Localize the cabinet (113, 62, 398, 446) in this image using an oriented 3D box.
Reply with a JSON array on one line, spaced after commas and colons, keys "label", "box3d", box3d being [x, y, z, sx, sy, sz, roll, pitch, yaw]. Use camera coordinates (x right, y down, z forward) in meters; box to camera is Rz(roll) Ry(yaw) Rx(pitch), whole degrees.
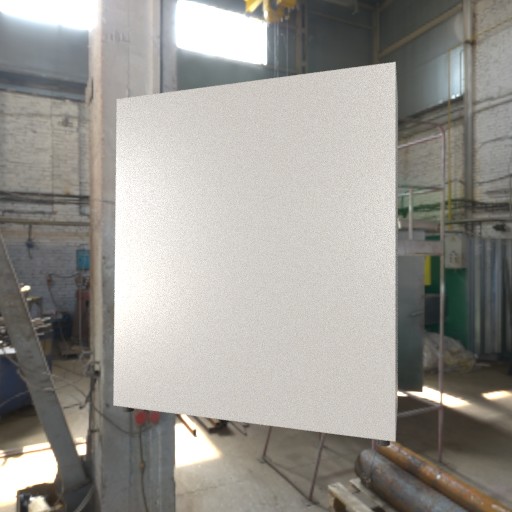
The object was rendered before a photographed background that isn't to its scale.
[{"label": "cabinet", "box3d": [0.000, 0.000, 1.635, 0.990, 1.150, 0.348, 0, 0, 19]}]
